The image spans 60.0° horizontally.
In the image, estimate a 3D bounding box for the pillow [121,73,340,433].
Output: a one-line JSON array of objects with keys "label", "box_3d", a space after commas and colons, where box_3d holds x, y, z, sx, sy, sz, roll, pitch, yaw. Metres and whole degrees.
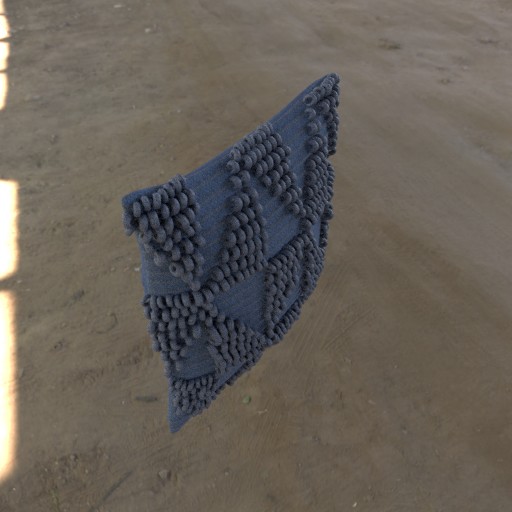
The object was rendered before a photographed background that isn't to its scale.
[{"label": "pillow", "box_3d": [0.000, 0.000, 0.725, 0.172, 0.466, 0.469, 25, 47, 25]}]
